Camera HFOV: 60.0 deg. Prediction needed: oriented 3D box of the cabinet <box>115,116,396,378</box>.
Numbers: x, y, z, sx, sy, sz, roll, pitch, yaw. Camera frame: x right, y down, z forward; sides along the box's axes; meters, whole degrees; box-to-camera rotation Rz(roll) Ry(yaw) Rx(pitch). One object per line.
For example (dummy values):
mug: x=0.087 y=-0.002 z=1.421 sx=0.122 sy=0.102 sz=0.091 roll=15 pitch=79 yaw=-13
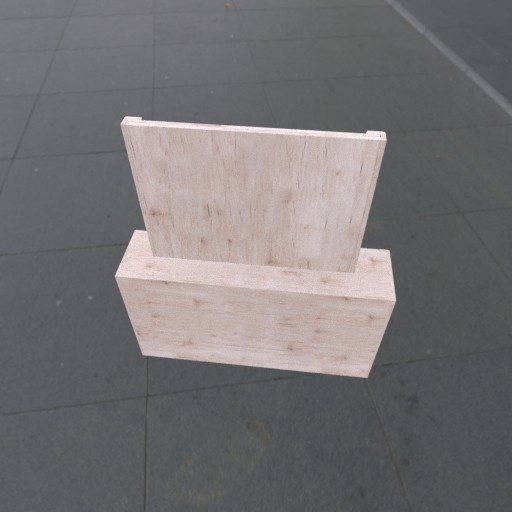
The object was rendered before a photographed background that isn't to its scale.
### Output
cabinet: x=0.000 y=0.000 z=2.758 sx=1.700 sy=1.981 sz=0.420 roll=5 pitch=47 yaw=4
